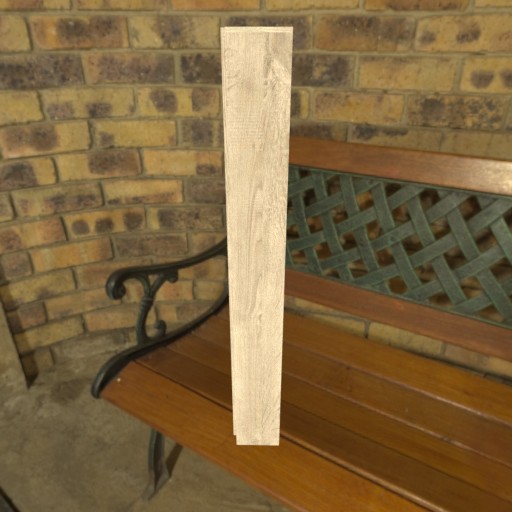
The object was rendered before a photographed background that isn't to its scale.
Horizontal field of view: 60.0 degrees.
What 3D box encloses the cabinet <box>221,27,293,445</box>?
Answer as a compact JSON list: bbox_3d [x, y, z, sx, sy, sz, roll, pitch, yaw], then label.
[{"bbox_3d":[0.000,0.000,1.951,0.230,1.790,0.500,1,27,1],"label":"cabinet"}]
